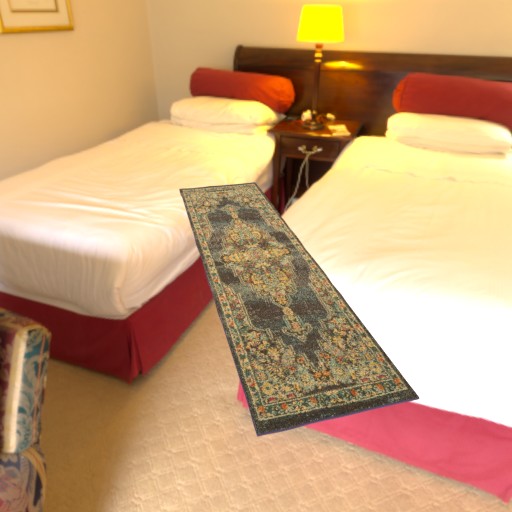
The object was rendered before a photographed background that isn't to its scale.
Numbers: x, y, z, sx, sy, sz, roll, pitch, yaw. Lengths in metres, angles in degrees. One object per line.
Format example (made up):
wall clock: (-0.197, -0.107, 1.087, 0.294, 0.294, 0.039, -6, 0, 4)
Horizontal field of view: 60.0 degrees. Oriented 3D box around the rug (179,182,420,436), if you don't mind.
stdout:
rug: (0.000, 0.000, 2.453, 0.602, 0.016, 2.283, -7, 30, -13)
